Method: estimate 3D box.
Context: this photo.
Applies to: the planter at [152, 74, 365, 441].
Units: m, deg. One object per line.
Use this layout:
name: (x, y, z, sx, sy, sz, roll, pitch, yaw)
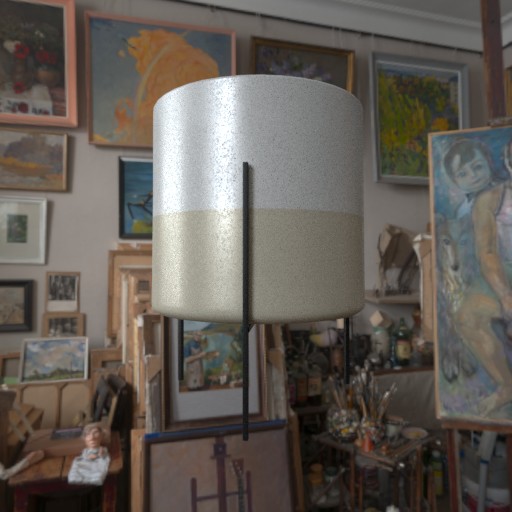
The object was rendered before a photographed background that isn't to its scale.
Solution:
planter: (0.000, 0.000, 0.769, 0.368, 0.484, 0.359, 0, -1, 35)
